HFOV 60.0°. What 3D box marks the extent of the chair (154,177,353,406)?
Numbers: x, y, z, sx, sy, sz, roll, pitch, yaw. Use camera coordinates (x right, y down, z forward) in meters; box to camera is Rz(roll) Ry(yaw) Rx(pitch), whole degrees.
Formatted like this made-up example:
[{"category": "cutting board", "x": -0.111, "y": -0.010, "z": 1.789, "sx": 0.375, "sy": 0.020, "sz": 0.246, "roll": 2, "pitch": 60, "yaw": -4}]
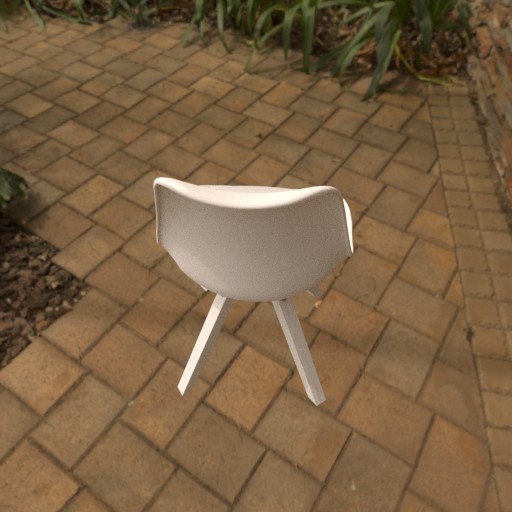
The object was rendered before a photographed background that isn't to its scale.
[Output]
[{"category": "chair", "x": 0.000, "y": 0.000, "z": 1.158, "sx": 0.485, "sy": 0.850, "sz": 0.550, "roll": 4, "pitch": 48, "yaw": 3}]
